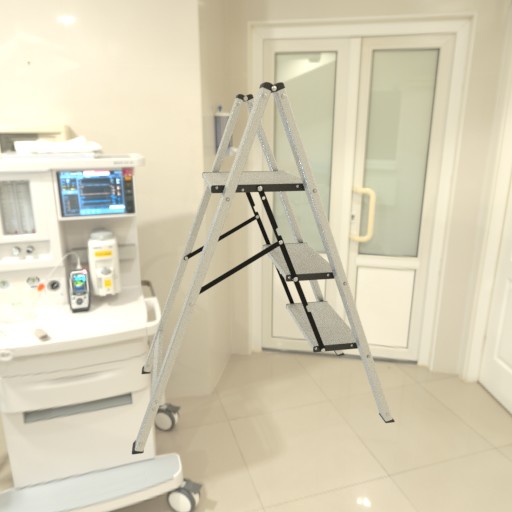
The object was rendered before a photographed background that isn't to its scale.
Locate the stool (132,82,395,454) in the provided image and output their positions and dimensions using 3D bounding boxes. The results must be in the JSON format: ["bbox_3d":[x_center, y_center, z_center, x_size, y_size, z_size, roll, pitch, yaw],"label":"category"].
[{"bbox_3d":[0.000,0.000,1.281,0.730,0.902,0.441,-3,17,-10],"label":"stool"}]
